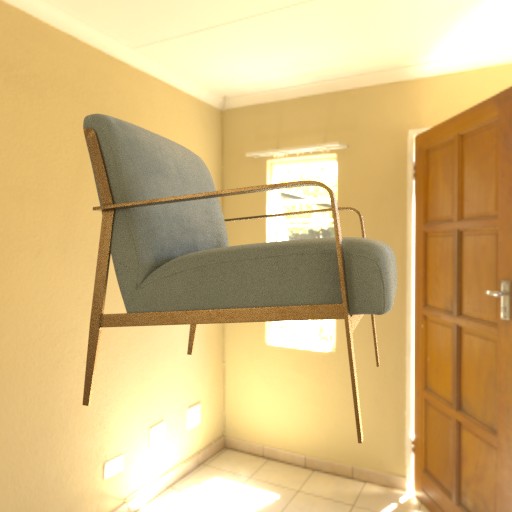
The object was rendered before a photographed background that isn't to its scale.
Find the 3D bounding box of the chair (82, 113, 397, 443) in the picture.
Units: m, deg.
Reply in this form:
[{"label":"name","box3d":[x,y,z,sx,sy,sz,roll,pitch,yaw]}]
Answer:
[{"label":"chair","box3d":[0.000,0.000,1.396,0.842,0.824,0.701,0,1,19]}]
